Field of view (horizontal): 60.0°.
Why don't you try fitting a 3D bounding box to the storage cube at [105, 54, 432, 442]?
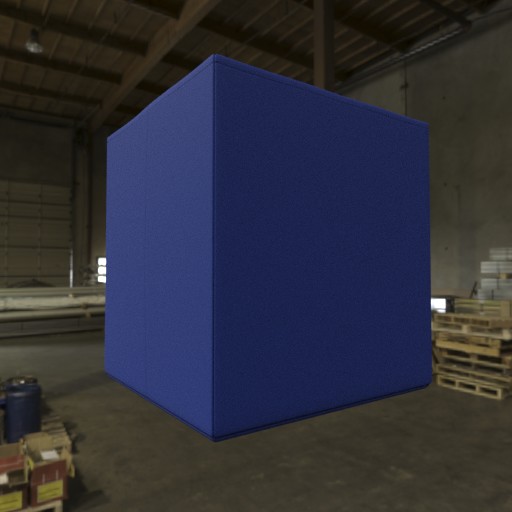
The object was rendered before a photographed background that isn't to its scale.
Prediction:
[{"bbox_3d":[0.000,0.000,0.499,0.270,0.280,0.270,1,-2,-35],"label":"storage cube"}]
